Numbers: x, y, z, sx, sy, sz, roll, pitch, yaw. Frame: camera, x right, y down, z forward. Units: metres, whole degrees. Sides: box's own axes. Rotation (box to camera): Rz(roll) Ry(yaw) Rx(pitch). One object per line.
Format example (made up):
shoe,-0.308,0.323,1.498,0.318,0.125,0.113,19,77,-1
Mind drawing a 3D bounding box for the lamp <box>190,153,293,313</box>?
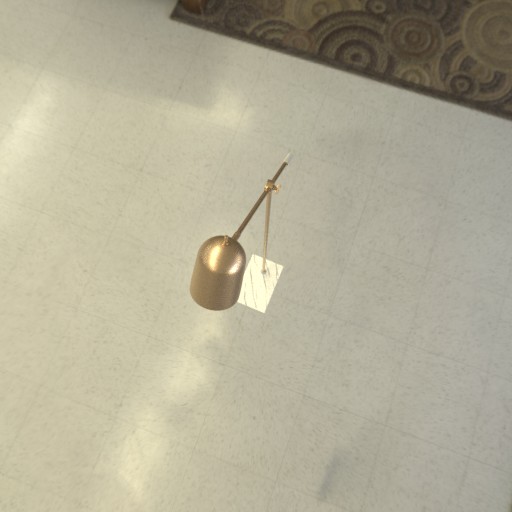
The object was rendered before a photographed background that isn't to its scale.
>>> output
lamp,0.000,0.000,1.803,0.194,1.594,0.653,22,77,5
